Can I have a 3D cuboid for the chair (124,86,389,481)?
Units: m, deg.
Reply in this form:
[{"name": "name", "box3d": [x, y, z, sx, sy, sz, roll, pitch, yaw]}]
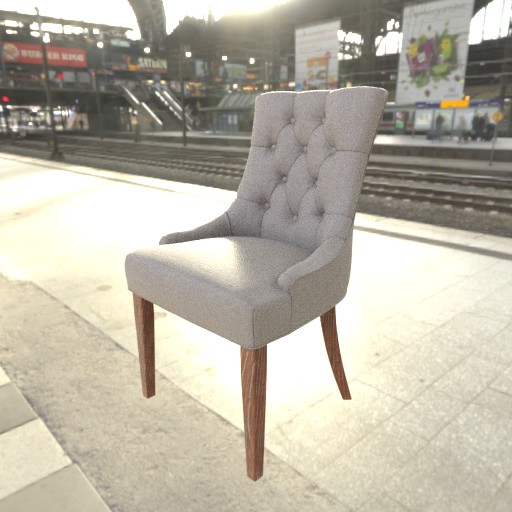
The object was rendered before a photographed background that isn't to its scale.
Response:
[{"name": "chair", "box3d": [0.000, 0.000, 1.208, 0.509, 0.874, 0.565, 16, 23, 42]}]
